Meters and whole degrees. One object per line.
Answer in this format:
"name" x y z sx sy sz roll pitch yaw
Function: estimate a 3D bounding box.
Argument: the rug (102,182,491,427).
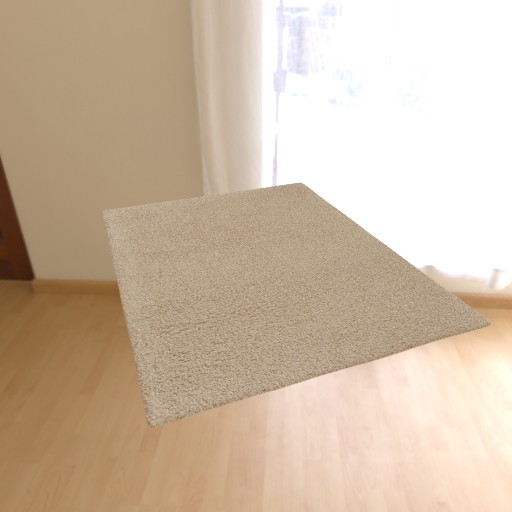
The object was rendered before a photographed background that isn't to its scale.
"rug" 0.000 0.000 4.008 2.438 0.029 3.047 -11 32 -18
